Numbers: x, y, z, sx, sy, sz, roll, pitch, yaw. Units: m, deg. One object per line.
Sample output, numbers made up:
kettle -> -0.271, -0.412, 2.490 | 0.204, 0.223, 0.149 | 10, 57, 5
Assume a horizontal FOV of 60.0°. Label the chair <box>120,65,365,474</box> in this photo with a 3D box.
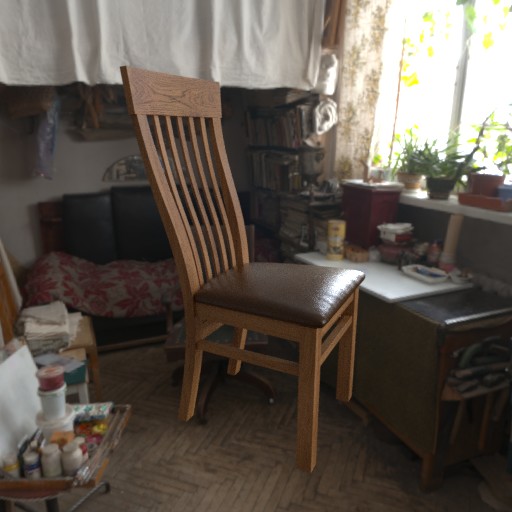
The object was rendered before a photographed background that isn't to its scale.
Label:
chair -> 0.000, 0.000, 1.346 | 0.580, 1.050, 0.450 | 8, 18, 26
